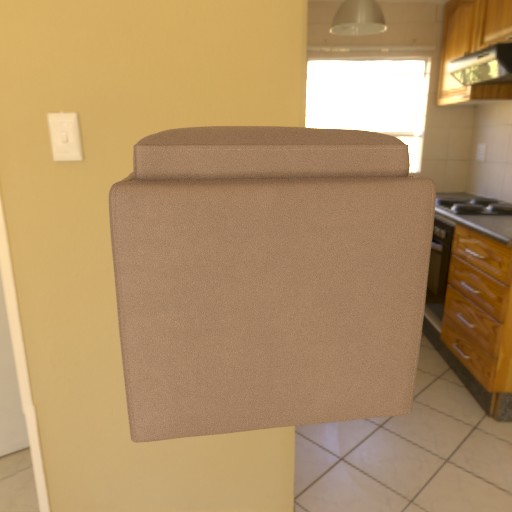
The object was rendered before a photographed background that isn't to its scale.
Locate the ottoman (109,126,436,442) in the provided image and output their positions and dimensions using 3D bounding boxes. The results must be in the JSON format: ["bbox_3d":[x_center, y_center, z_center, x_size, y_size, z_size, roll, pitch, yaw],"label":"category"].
[{"bbox_3d":[0.000,0.000,0.820,0.450,0.460,0.451,-2,15,-9],"label":"ottoman"}]
